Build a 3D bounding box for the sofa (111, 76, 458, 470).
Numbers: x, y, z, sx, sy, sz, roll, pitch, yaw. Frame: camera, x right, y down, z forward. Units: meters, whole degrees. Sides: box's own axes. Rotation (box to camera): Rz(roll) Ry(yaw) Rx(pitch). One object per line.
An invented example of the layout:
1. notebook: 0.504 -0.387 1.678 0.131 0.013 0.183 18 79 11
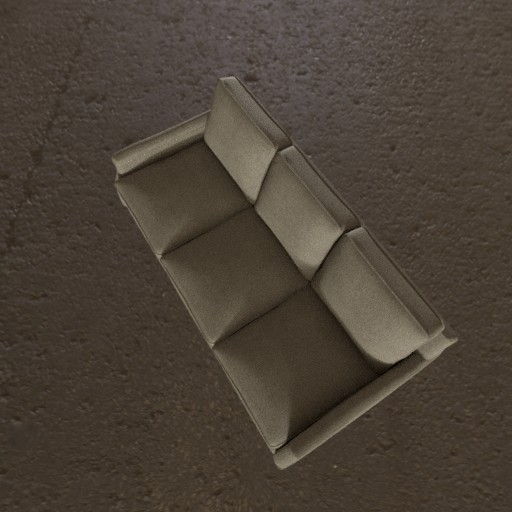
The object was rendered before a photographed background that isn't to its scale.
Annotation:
1. sofa: 0.000 0.000 2.819 1.084 1.003 2.246 -29 68 -13
